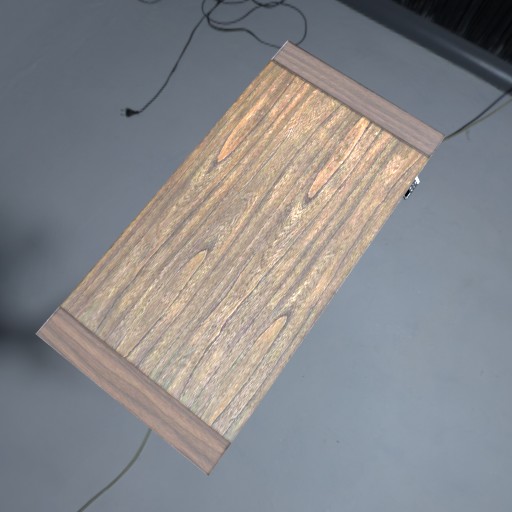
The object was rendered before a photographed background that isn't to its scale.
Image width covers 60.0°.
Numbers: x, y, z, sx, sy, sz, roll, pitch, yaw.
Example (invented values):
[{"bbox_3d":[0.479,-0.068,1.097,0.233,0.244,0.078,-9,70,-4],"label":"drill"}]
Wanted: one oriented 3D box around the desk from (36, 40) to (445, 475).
[{"bbox_3d":[0.000,0.000,1.995,0.784,0.725,1.543,35,77,9],"label":"desk"}]
